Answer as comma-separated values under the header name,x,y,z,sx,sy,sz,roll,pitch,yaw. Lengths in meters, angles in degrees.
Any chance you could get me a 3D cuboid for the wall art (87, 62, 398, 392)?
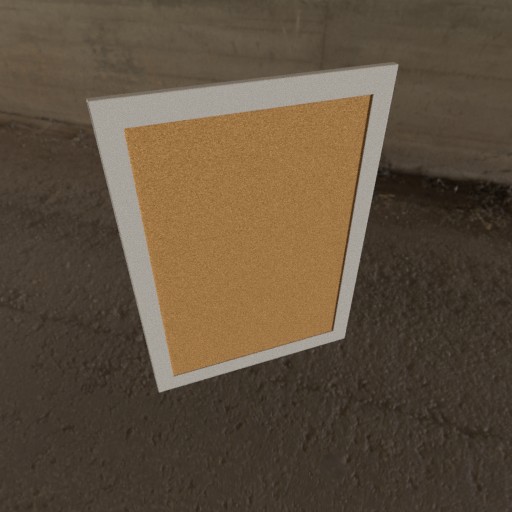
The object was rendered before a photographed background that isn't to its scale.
name,x,y,z,sx,sy,sz,roll,pitch,yaw
wall art,0.000,0.000,0.679,0.374,0.529,0.012,-13,42,-15
